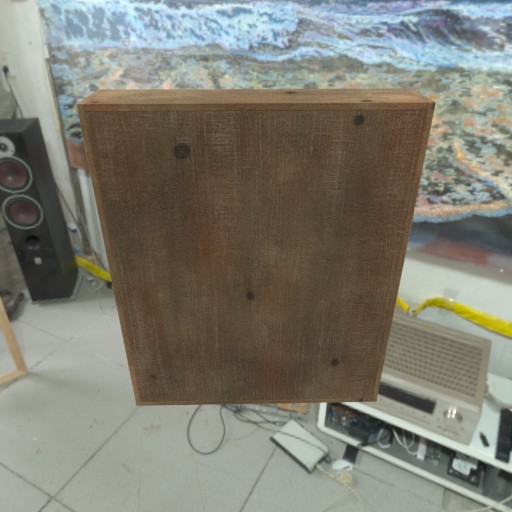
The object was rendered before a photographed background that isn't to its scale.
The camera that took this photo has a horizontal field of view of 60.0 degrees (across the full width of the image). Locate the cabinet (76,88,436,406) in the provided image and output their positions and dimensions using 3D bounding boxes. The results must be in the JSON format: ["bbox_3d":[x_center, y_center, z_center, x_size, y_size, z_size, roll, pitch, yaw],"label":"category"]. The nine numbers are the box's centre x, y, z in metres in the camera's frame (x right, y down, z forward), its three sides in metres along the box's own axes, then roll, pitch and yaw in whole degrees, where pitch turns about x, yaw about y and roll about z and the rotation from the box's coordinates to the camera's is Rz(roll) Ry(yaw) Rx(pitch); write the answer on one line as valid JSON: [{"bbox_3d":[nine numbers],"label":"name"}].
[{"bbox_3d":[0.000,0.000,0.830,0.489,0.590,0.184,-1,31,-1],"label":"cabinet"}]
